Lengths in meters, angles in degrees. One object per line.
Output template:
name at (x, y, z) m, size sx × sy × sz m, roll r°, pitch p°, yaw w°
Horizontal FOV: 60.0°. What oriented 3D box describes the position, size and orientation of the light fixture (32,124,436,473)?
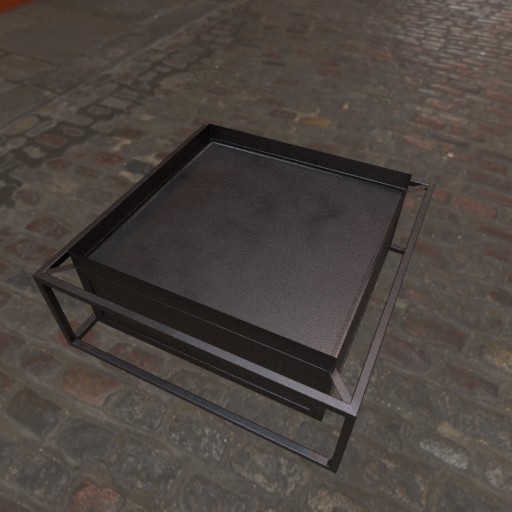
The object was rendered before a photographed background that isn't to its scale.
light fixture at (0.000, 0.000, 0.701) m, size 0.441 × 0.191 × 0.441 m, roll 19°, pitch 48°, yaw 18°
